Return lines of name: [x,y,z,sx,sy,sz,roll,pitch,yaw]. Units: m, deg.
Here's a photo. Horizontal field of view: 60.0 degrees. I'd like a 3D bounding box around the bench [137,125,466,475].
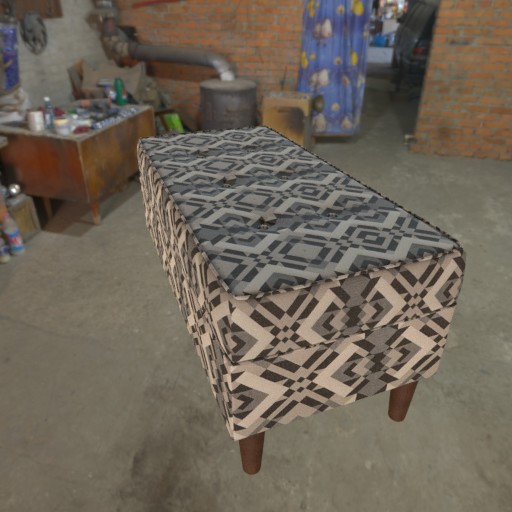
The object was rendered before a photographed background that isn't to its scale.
bench: [0.000,0.000,1.263,0.492,0.477,1.016,-11,32,-18]
